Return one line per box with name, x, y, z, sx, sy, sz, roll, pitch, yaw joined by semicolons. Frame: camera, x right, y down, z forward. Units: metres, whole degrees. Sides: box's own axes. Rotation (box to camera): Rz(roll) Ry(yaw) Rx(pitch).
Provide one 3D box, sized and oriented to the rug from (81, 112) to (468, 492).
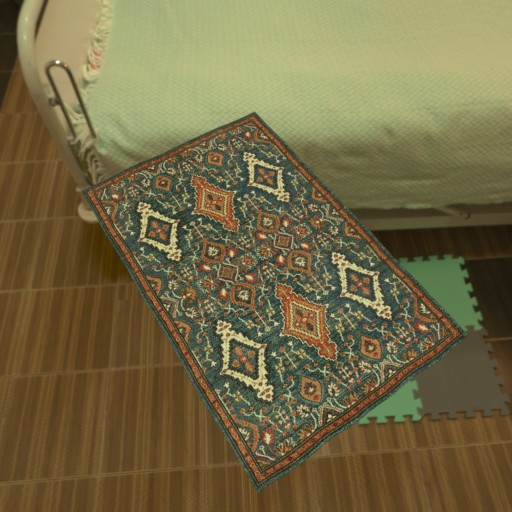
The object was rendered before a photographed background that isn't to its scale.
rug;0.000;0.000;4.209;2.190;0.008;3.371;-29;63;-16
